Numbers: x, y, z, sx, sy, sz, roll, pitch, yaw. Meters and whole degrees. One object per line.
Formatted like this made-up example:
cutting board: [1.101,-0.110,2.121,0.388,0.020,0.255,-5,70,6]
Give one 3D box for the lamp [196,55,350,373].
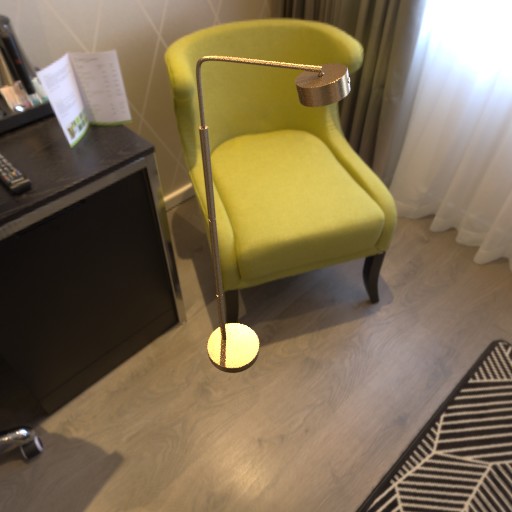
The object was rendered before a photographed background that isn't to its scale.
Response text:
lamp: [0.000,0.000,1.422,0.418,1.230,0.219,12,48,11]
